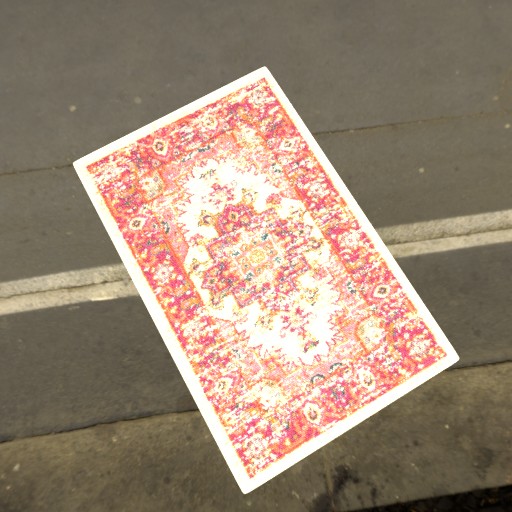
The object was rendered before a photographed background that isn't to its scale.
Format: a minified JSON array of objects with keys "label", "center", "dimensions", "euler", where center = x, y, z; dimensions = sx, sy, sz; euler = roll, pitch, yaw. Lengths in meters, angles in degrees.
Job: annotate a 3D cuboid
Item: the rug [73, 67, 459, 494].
[{"label":"rug","center":[0.000,0.000,1.046],"dimensions":[0.556,0.004,0.868],"euler":[-29,78,-7]}]
